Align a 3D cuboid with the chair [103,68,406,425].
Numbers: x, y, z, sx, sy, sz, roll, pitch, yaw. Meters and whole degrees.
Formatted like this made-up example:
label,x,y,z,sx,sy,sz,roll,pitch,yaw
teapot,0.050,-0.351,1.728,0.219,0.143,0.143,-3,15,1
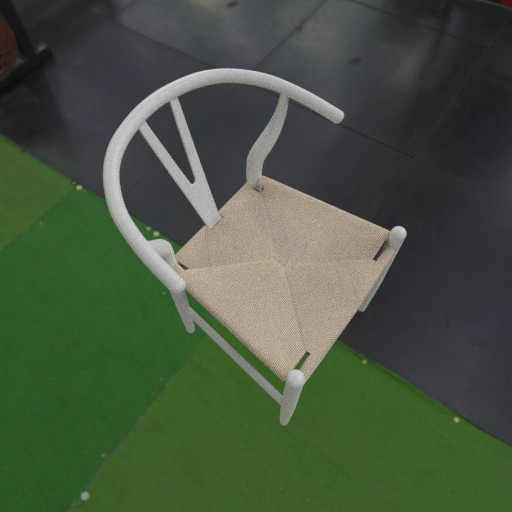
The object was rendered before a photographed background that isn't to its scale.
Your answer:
label,x,y,z,sx,sy,sz,roll,pitch,yaw
chair,0.000,0.000,1.148,0.579,0.730,0.569,33,64,18
